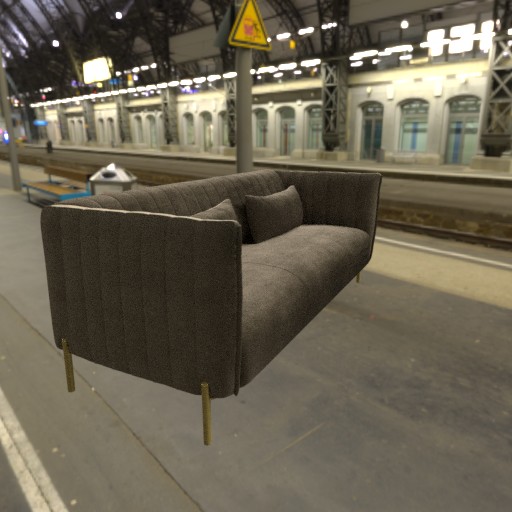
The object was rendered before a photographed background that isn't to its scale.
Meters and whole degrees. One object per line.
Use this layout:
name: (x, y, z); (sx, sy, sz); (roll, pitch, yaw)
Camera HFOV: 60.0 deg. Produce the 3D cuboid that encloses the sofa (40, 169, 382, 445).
sofa: (0.000, 0.000, 2.373); (0.876, 0.780, 1.980); (8, 17, 27)
